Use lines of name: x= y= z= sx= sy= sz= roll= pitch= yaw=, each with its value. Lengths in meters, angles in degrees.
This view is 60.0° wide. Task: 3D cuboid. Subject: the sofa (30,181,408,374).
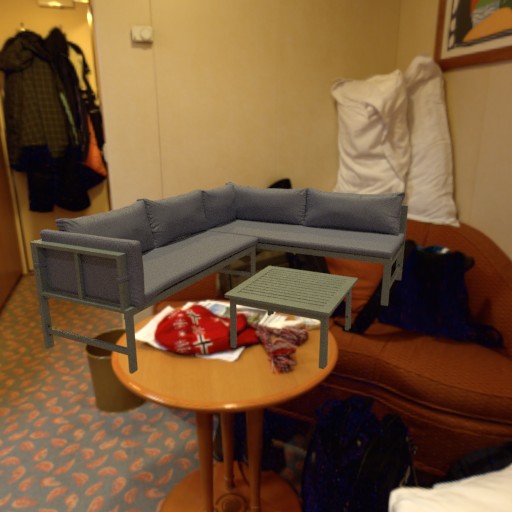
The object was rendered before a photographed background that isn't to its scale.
sofa: x=0.000 y=0.000 z=3.009 sx=1.658 sy=0.762 sz=2.149 roll=8 pitch=18 yaw=25
